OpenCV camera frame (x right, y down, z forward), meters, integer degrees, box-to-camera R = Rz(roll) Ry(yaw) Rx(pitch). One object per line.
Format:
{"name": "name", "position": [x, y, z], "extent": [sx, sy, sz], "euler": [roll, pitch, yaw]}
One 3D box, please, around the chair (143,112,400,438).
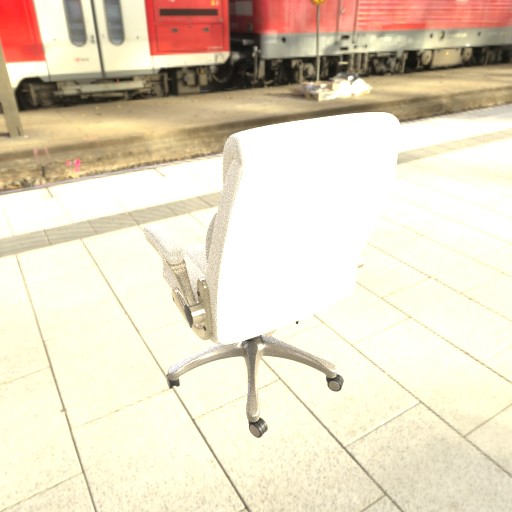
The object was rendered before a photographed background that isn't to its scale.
{"name": "chair", "position": [0.000, 0.000, 1.631], "extent": [0.740, 1.110, 0.794], "euler": [-18, 34, -29]}
